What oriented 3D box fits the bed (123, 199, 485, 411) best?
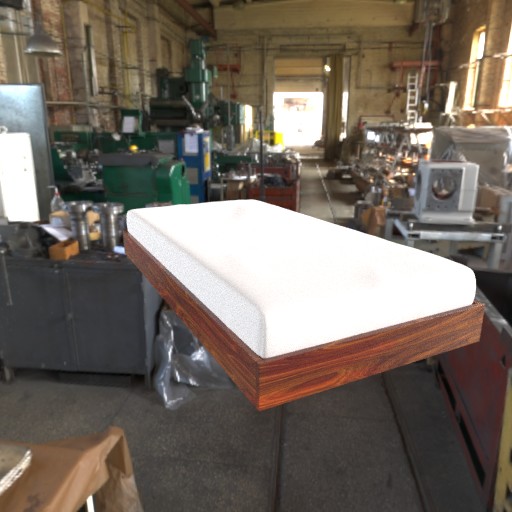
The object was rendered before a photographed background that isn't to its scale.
[{"bbox_3d":[0.000,0.000,2.217,0.940,0.312,1.860,-8,18,-26],"label":"bed"}]
